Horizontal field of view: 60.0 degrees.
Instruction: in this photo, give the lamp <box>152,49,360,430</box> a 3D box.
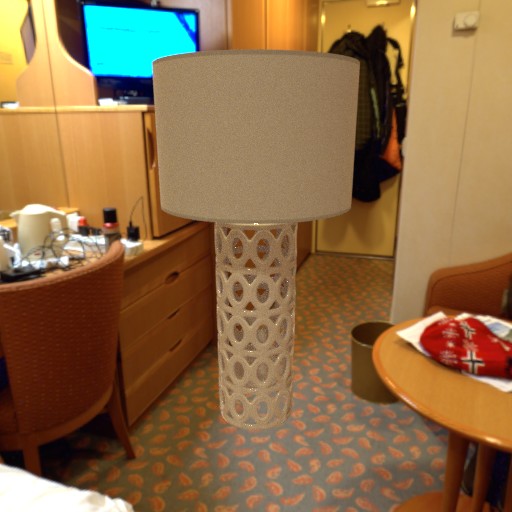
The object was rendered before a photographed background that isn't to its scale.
[{"bbox_3d":[0.000,0.000,0.801,0.325,0.636,0.324,-9,19,-27],"label":"lamp"}]
